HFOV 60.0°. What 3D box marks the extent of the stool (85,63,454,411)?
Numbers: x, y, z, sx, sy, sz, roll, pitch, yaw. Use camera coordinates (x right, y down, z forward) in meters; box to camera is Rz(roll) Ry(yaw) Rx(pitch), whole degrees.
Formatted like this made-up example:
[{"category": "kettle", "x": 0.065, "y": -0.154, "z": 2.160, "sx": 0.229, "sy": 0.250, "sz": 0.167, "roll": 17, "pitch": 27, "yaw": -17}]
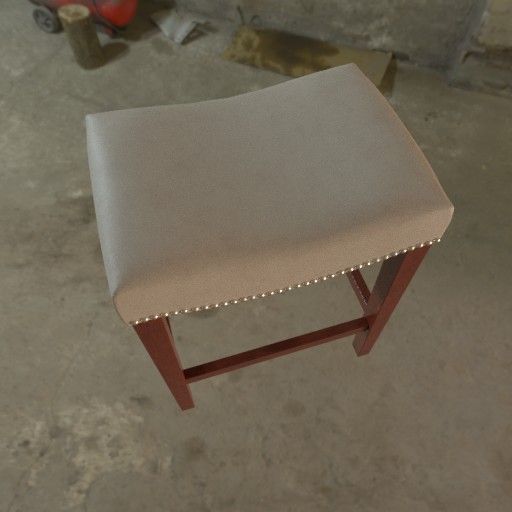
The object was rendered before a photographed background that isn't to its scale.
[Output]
[{"category": "stool", "x": 0.000, "y": 0.000, "z": 0.936, "sx": 0.509, "sy": 0.632, "sz": 0.375, "roll": -15, "pitch": 59, "yaw": -9}]
